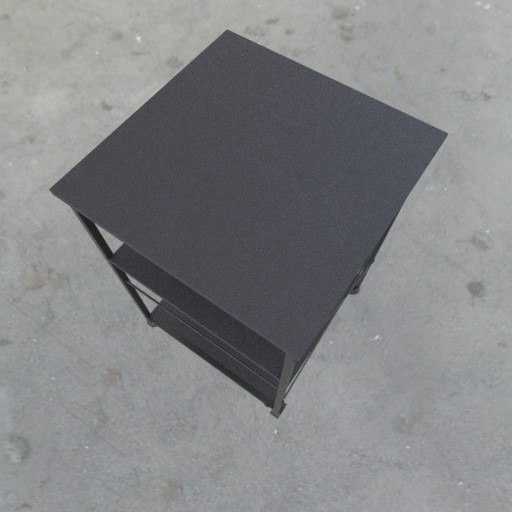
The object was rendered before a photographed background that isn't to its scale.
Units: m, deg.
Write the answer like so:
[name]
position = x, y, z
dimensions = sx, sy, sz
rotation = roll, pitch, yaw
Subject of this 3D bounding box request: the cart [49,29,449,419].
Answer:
[cart]
position = 0.000, 0.000, 1.143
dimensions = 0.520, 0.762, 0.521
rotation = 32, 67, 15
